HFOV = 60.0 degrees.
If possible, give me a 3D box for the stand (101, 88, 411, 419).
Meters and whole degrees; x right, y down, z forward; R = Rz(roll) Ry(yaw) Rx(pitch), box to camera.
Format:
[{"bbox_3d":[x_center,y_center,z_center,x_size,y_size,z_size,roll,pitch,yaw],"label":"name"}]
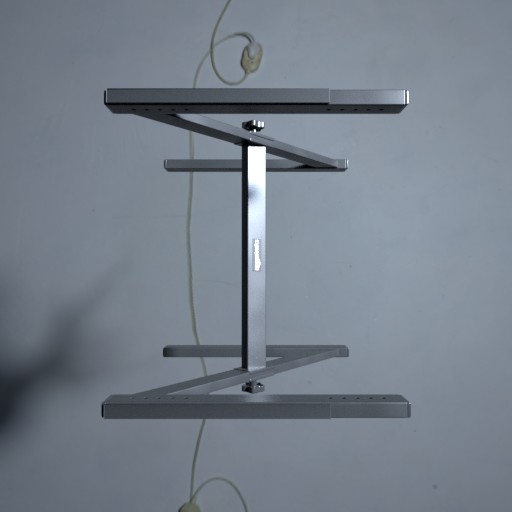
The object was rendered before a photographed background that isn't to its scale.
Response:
[{"bbox_3d":[0.000,0.000,1.141,0.586,0.617,0.700,0,89,0],"label":"stand"}]
